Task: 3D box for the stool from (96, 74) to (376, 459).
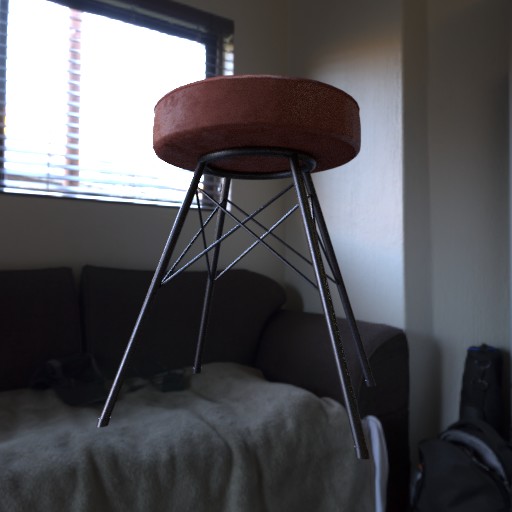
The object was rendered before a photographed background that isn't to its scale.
[{"bbox_3d":[0.000,0.000,0.897,0.457,0.593,0.421,0,-1,16],"label":"stool"}]
